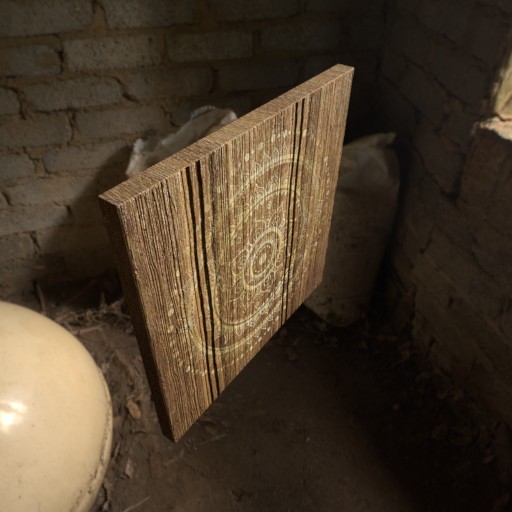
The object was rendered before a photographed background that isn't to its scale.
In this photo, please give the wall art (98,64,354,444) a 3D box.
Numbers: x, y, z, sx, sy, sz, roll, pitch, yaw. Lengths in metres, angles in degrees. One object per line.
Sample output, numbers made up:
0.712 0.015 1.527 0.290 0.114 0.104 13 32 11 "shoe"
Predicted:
0.000 0.000 0.916 0.042 0.608 0.611 26 48 26 "wall art"
